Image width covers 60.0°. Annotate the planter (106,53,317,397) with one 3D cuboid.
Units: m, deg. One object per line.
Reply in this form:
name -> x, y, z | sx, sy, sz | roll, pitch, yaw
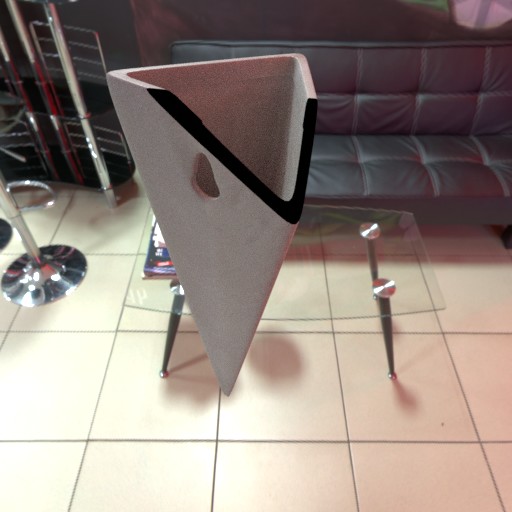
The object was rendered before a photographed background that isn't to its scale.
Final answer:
planter -> 0.000, 0.000, 0.154 | 0.058, 0.130, 0.047 | 25, 51, 23
